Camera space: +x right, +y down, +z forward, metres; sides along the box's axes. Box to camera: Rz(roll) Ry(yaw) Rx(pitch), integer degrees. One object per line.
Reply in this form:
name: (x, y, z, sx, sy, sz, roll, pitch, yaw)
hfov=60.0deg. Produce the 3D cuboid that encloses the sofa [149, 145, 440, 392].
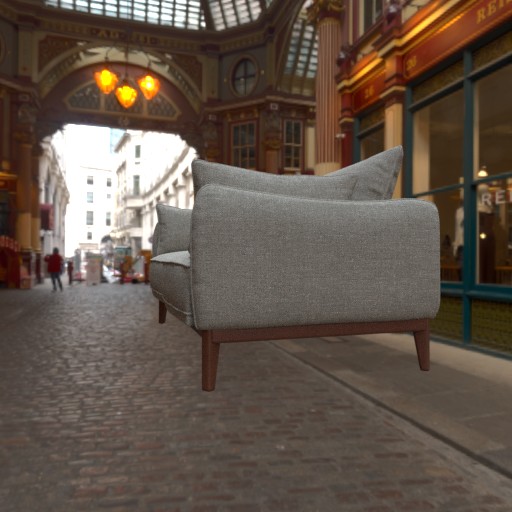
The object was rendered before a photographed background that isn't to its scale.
sofa: (0.000, 0.000, 2.207, 0.972, 0.851, 1.580, 0, 0, -18)
